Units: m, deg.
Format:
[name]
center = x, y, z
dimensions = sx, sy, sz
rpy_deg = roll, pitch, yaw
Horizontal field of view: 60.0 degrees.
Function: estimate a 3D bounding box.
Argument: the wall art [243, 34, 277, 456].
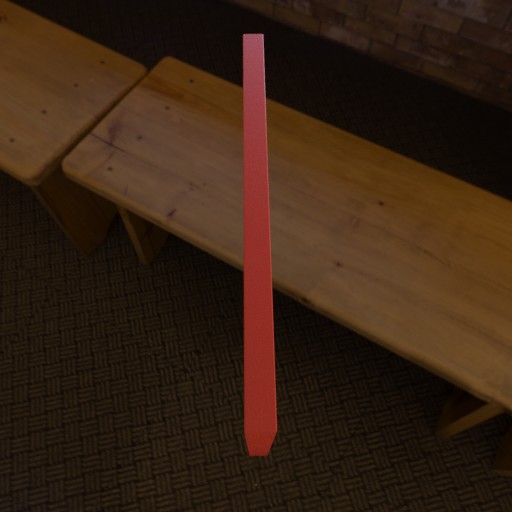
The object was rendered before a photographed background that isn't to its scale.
[wall art]
center = 0.000, 0.000, 0.764
dimensions = 0.033, 0.405, 0.607
rpy_deg = -1, 63, 0
